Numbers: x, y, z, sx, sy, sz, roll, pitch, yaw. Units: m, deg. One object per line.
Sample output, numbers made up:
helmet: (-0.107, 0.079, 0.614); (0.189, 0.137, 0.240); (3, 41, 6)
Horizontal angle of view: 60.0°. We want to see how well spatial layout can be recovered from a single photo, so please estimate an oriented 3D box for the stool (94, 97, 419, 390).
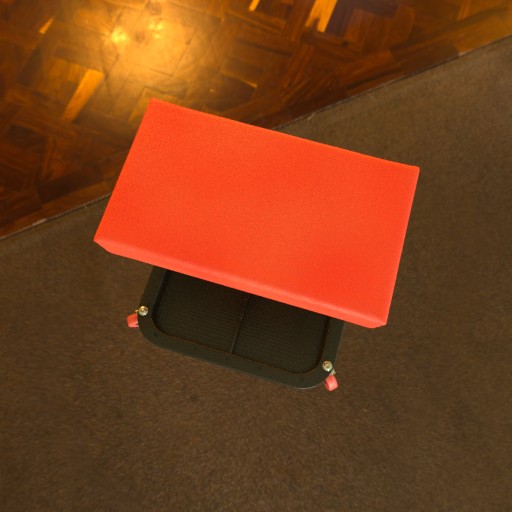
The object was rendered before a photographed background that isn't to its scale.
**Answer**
stool: (0.000, 0.000, 0.731); (0.446, 0.380, 0.371); (16, 76, 4)
